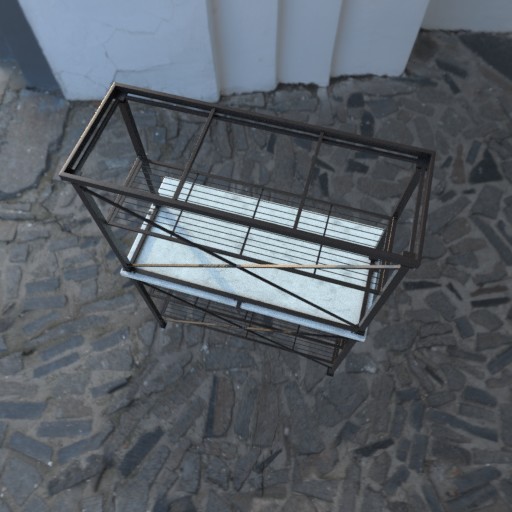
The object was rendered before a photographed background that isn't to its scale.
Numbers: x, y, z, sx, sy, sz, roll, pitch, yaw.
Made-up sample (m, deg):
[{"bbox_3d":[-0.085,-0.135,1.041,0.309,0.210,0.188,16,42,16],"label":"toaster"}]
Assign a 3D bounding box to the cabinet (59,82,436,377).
[{"bbox_3d":[0.000,0.000,2.258,1.210,1.659,0.610,14,64,7],"label":"cabinet"}]
